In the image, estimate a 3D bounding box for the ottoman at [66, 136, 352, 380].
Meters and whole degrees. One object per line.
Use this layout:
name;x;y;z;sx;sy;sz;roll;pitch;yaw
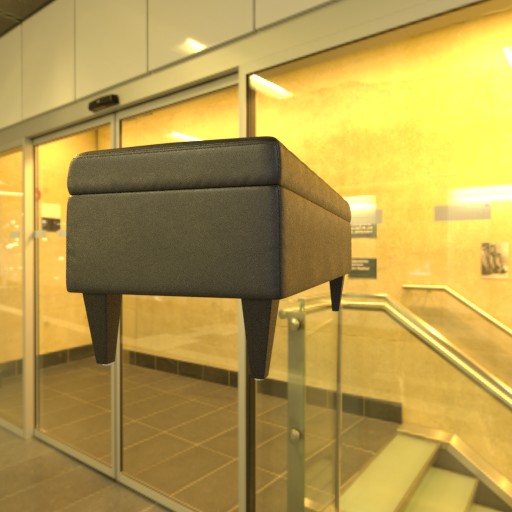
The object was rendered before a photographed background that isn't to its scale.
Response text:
ottoman;0.000;0.000;1.403;0.482;0.469;1.151;0;1;18
